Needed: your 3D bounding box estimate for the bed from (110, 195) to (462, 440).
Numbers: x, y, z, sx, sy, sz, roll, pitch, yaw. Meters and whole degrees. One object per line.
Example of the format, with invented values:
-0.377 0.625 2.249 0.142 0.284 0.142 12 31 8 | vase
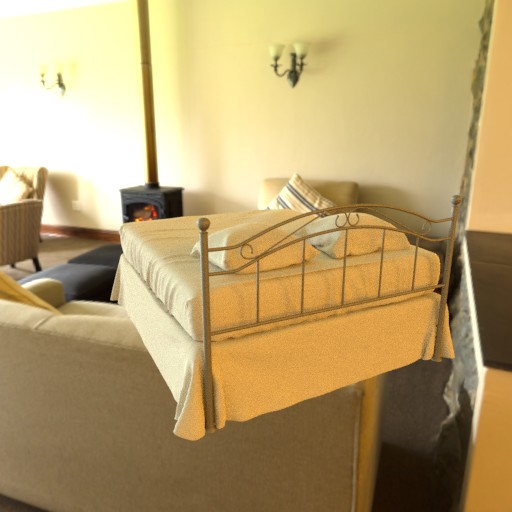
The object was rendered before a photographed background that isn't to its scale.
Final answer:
0.000 0.000 3.326 1.936 1.080 2.215 -8 18 -25 | bed
